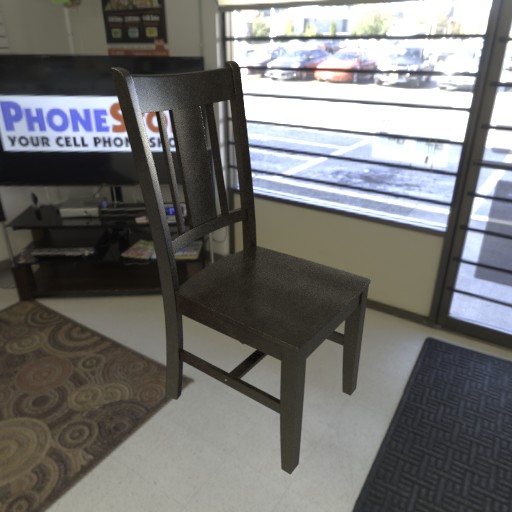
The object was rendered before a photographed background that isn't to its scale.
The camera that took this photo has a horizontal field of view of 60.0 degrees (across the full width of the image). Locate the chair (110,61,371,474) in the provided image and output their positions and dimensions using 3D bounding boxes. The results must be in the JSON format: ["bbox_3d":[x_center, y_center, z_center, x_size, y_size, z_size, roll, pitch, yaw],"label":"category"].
[{"bbox_3d":[0.000,0.000,1.269,0.555,0.998,0.450,18,31,32],"label":"chair"}]
